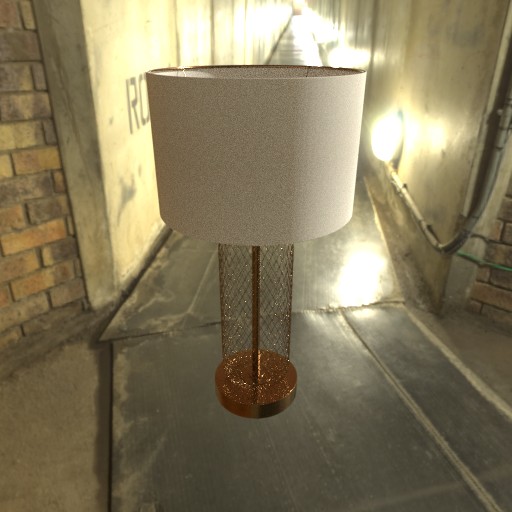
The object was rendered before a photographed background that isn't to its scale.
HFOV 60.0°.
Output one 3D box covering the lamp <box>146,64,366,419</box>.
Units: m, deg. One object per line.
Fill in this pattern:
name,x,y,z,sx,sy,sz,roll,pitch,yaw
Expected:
lamp,0.000,0.000,0.623,0.252,0.483,0.252,18,31,32
